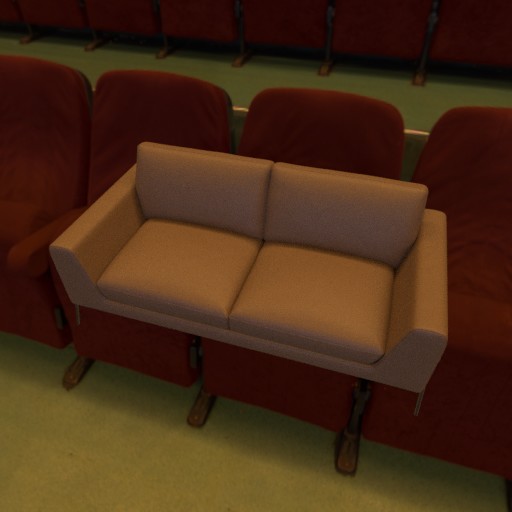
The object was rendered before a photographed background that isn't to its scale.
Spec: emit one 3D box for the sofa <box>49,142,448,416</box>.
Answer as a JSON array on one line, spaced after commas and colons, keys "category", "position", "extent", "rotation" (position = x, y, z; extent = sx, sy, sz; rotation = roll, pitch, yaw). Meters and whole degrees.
[{"category": "sofa", "position": [0.000, 0.000, 2.534], "extent": [2.017, 0.875, 0.953], "rotation": [12, 42, 13]}]
